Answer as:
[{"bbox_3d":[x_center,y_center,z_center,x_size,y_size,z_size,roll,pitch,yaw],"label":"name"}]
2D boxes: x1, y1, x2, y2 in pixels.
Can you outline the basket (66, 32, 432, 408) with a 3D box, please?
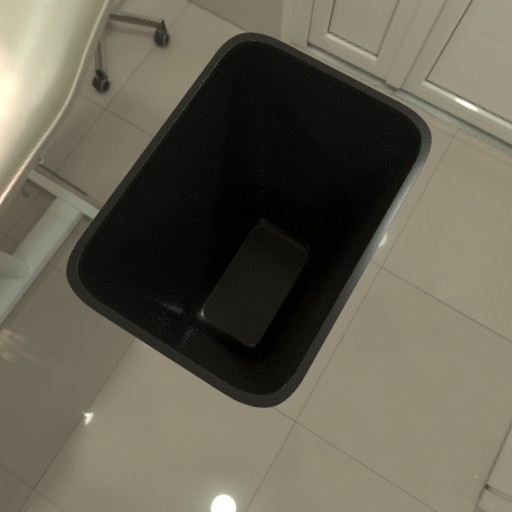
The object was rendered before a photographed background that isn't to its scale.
[{"bbox_3d":[0.000,0.000,0.751,0.287,0.521,0.394,31,78,7],"label":"basket"}]
